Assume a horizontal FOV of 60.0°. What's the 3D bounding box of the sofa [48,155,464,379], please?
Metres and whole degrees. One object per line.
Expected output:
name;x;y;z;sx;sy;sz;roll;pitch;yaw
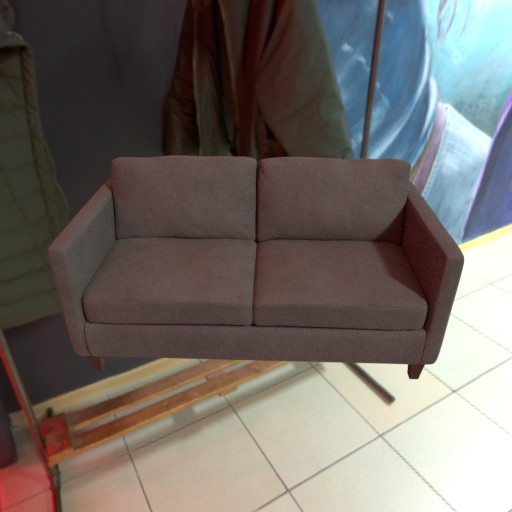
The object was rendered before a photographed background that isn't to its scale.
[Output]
sofa;0.000;0.000;2.468;1.884;0.963;0.950;1;31;2
